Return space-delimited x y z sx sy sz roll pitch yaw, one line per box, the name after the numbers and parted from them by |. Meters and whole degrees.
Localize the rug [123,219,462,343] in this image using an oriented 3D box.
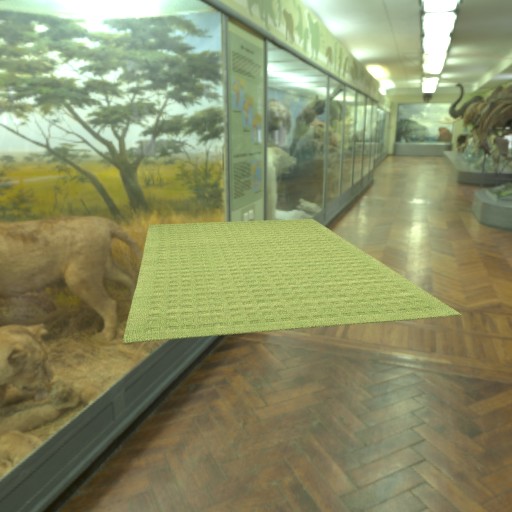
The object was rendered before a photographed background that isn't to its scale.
0.000 0.000 3.015 1.529 0.007 2.297 -3 16 -10 | rug
